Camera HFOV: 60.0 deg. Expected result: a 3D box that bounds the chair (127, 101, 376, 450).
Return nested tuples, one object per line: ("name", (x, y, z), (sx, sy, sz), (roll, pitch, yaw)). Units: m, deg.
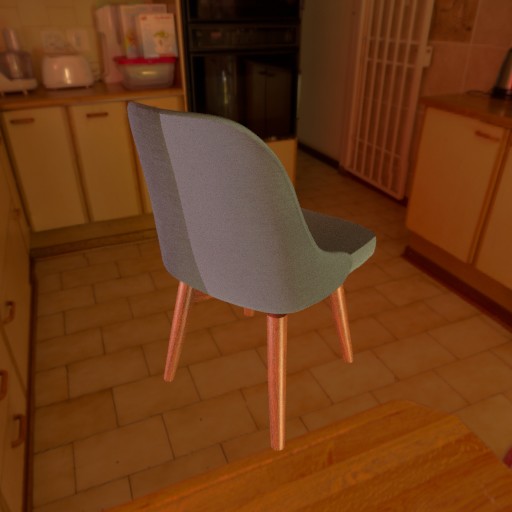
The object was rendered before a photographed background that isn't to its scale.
("chair", (0.000, 0.000, 1.233), (0.503, 0.882, 0.589), (20, 35, 31))
